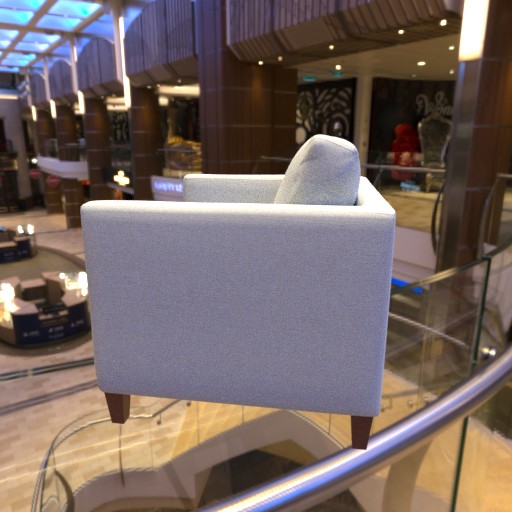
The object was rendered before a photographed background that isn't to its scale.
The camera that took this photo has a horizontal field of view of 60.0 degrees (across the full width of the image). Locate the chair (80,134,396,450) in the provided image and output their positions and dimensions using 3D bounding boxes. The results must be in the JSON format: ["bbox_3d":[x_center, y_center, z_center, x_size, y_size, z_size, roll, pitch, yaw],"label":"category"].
[{"bbox_3d":[0.000,0.000,1.822,0.953,0.961,1.107,2,15,9],"label":"chair"}]
